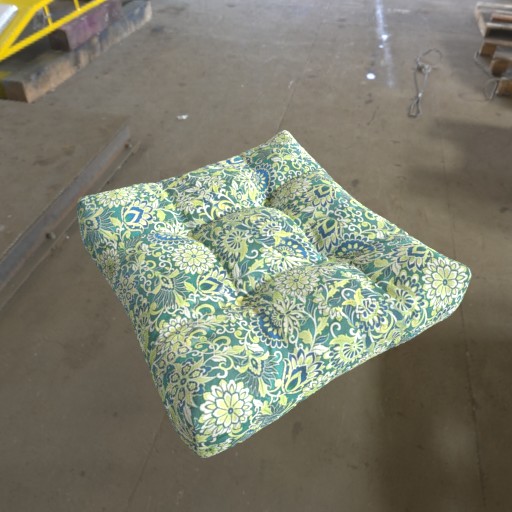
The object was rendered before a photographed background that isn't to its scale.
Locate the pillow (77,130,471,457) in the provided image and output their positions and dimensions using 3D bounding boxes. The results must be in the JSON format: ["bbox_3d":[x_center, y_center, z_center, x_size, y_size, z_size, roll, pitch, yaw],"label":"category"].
[{"bbox_3d":[0.000,0.000,0.730,0.468,0.128,0.490,-23,49,-22],"label":"pillow"}]
